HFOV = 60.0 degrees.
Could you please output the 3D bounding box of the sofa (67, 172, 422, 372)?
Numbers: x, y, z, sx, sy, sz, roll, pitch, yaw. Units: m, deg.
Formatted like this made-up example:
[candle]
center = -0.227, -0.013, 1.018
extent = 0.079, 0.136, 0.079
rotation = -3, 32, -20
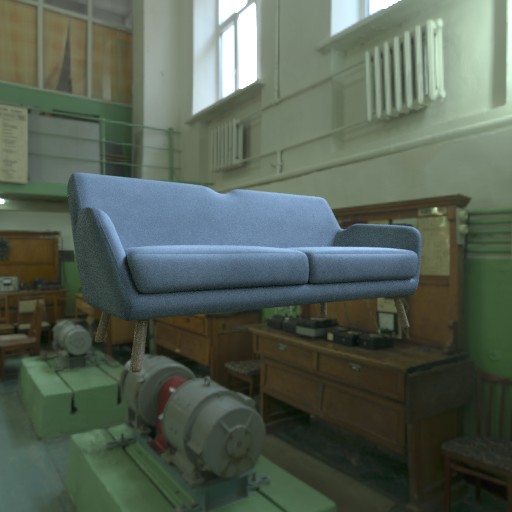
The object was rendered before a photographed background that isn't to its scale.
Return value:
[sofa]
center = 0.000, 0.000, 2.322
extent = 1.870, 0.810, 0.850
rotation = 0, 0, -36
